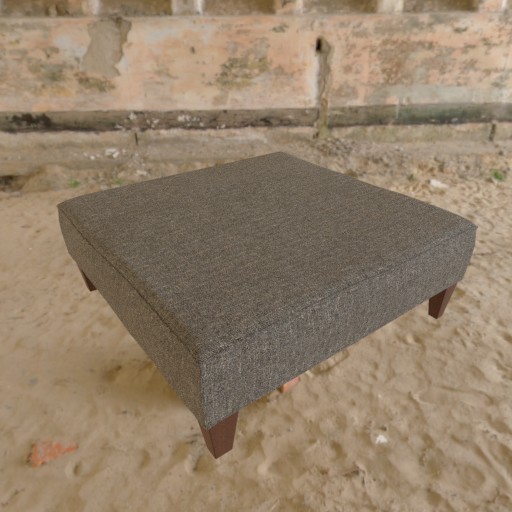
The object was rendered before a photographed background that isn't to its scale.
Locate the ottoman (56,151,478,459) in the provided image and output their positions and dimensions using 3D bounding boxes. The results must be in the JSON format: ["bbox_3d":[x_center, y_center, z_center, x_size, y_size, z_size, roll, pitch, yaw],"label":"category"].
[{"bbox_3d":[0.000,0.000,1.508,1.016,0.379,0.981,-20,36,-31],"label":"ottoman"}]
